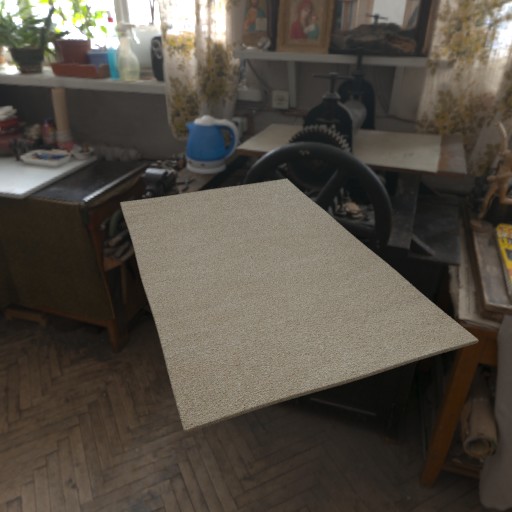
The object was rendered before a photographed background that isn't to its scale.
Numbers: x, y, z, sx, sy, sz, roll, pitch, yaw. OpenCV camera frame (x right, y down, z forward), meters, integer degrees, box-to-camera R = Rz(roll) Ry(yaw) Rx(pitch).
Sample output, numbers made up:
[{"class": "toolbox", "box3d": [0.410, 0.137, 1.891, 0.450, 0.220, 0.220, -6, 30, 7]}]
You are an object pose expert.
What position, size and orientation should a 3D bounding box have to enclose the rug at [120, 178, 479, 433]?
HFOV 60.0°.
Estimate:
[{"class": "rug", "box3d": [0.000, 0.000, 2.936, 1.500, 0.025, 2.346, -11, 33, -18]}]
